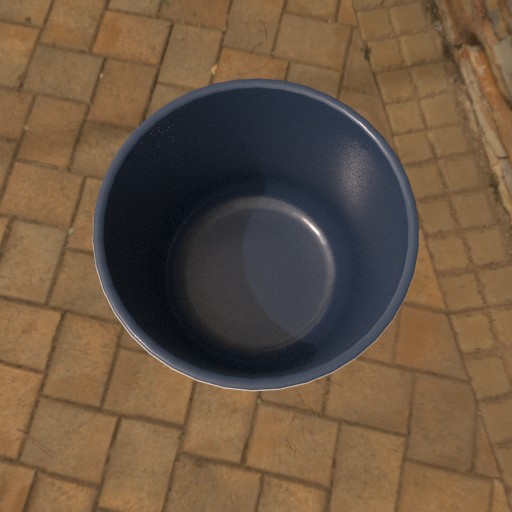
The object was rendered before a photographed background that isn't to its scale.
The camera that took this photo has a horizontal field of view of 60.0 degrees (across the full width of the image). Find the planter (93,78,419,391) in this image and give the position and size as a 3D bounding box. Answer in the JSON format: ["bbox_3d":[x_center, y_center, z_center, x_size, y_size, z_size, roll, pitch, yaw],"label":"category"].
[{"bbox_3d":[0.000,0.000,0.399,0.224,0.203,0.224,0,76,0],"label":"planter"}]
